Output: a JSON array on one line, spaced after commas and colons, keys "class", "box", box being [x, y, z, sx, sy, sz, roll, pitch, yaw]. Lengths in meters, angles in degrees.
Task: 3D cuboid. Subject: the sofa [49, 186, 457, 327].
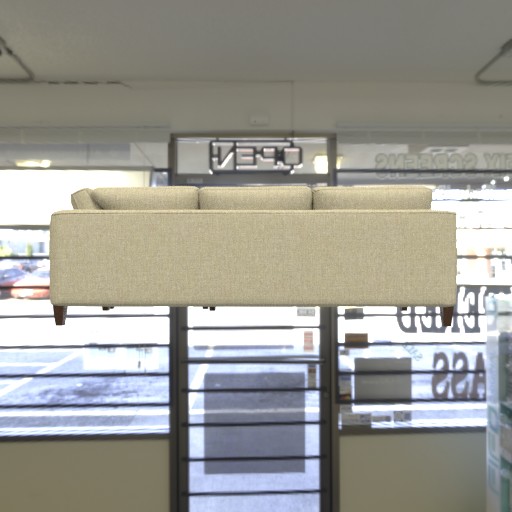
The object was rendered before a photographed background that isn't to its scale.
[{"class": "sofa", "box": [0.000, 0.000, 4.388, 2.551, 0.889, 3.403, 0, 0, 1]}]
